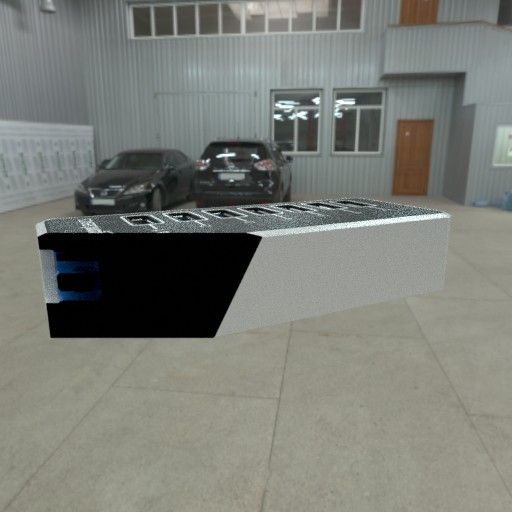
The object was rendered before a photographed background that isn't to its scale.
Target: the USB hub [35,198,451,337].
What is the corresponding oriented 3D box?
[{"bbox_3d":[0.000,0.000,0.126,0.110,0.023,0.044,-7,16,-26],"label":"USB hub"}]
